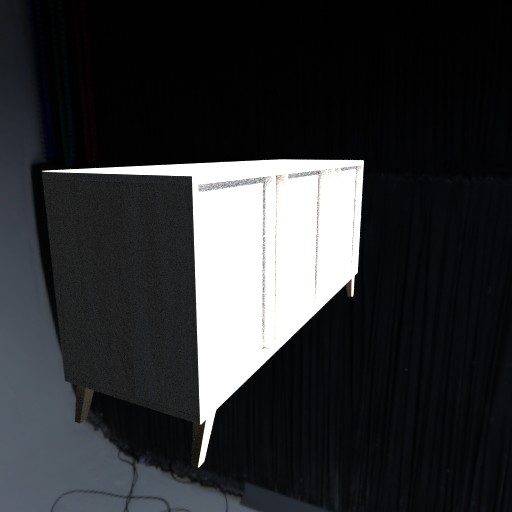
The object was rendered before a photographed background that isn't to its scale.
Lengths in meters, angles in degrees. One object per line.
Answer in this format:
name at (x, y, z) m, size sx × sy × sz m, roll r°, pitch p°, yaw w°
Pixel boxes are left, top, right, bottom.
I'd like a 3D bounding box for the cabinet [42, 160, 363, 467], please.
cabinet at (0.000, 0.000, 1.924) m, size 0.500 × 0.780 × 1.649 m, roll 7°, pitch 15°, yaw 26°
